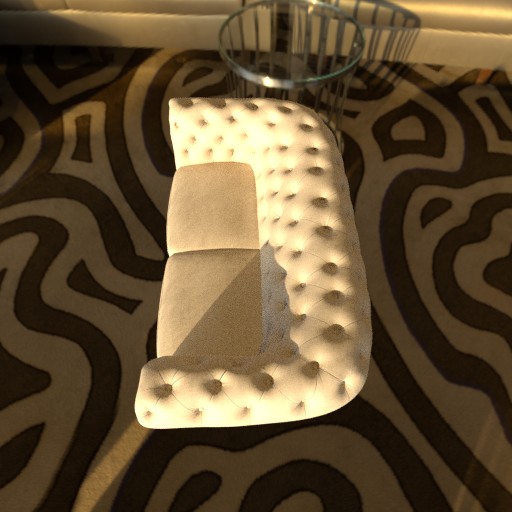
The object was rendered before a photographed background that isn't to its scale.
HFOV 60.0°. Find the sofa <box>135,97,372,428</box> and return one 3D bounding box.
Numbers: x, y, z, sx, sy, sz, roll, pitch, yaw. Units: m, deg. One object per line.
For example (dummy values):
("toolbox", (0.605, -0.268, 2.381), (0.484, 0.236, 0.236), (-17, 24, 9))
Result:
("sofa", (0.000, 0.000, 2.573), (1.069, 0.835, 1.988), (-2, 57, -1))
